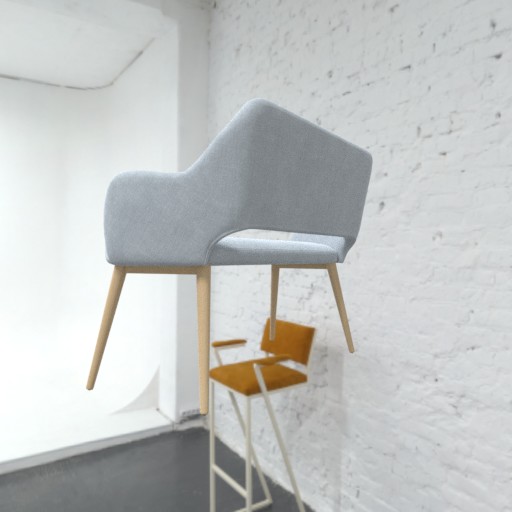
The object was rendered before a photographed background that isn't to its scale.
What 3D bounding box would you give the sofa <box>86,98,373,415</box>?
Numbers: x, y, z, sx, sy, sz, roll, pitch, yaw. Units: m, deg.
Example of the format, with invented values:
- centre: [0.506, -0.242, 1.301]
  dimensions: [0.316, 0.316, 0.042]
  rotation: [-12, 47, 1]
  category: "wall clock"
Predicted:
- centre: [0.000, 0.000, 1.638]
  dimensions: [0.610, 0.840, 1.150]
  rotation: [0, 0, 36]
  category: "sofa"
